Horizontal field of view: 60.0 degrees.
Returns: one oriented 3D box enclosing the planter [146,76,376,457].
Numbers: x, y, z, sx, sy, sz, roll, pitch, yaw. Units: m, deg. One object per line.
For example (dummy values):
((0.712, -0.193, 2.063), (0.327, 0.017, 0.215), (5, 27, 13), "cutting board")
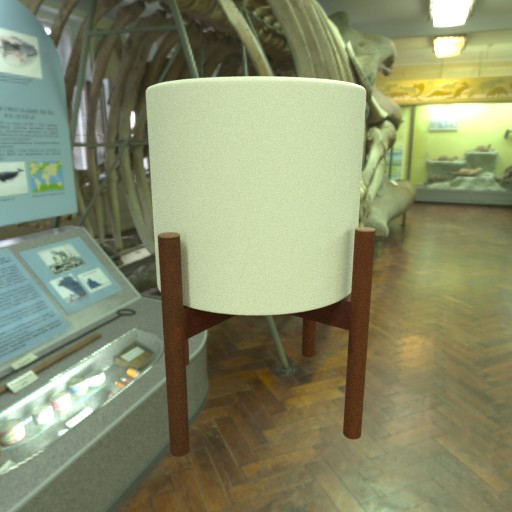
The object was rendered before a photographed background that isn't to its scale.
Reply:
((0.000, 0.000, 0.508), (0.224, 0.358, 0.224), (-2, 15, -8), "planter")
